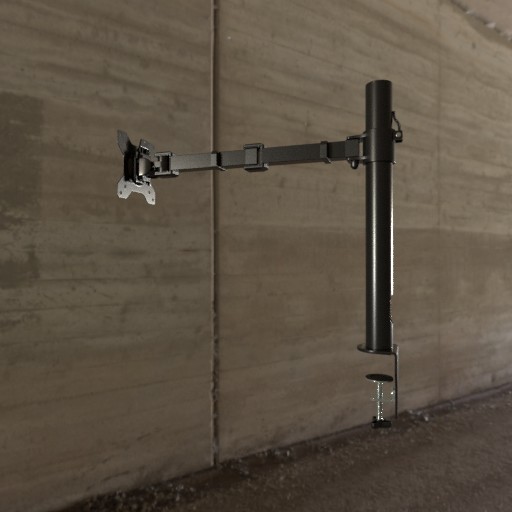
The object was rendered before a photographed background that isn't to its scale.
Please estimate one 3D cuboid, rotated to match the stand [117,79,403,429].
[{"bbox_3d":[0.000,0.000,0.724,0.456,0.510,0.115,0,0,20],"label":"stand"}]
